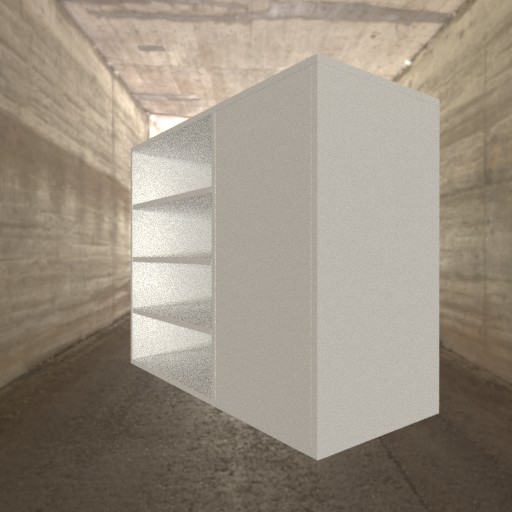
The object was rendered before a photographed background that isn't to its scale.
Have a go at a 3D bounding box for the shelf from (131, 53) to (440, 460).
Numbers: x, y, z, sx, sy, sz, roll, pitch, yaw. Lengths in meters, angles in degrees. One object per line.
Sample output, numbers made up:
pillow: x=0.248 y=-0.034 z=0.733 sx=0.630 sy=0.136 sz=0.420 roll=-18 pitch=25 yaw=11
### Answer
shelf: x=0.000 y=0.000 z=1.271 sx=0.396 sy=0.732 sz=0.895 roll=0 pitch=0 yaw=-37
